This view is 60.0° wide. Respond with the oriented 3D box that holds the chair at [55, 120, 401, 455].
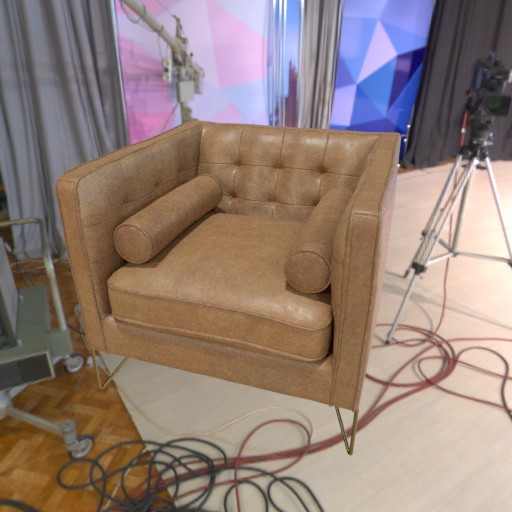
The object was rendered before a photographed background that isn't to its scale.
[{"bbox_3d":[0.000,0.000,1.638,0.920,0.797,0.912,8,28,16],"label":"chair"}]
